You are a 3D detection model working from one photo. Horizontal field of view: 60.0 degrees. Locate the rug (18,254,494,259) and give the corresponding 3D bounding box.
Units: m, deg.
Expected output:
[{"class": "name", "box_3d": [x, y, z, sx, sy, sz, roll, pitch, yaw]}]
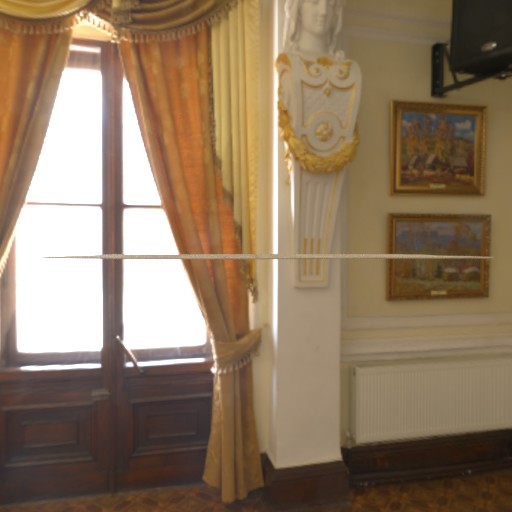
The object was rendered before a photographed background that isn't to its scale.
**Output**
[{"class": "rug", "box_3d": [0.000, 0.000, 3.034, 2.442, 0.016, 1.527, 0, 1, 0]}]
